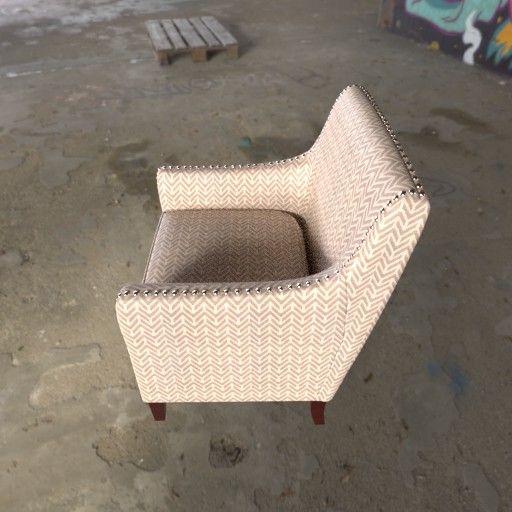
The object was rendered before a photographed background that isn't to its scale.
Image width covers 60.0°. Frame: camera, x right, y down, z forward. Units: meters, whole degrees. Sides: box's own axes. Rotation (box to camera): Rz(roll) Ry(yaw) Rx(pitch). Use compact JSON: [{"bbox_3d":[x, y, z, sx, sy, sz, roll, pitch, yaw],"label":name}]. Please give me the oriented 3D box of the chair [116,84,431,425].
[{"bbox_3d":[0.000,0.000,1.293,0.651,0.816,0.623,0,40,-1],"label":"chair"}]
